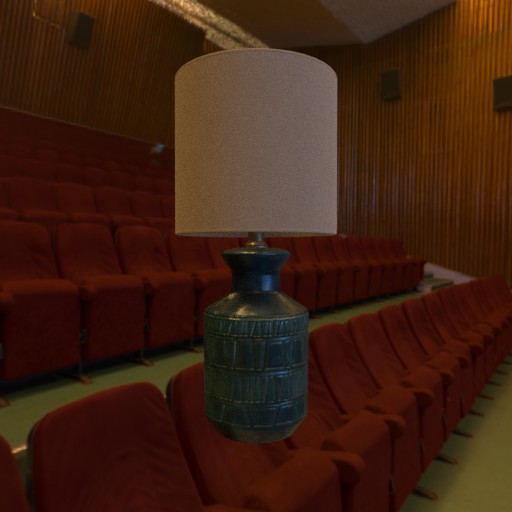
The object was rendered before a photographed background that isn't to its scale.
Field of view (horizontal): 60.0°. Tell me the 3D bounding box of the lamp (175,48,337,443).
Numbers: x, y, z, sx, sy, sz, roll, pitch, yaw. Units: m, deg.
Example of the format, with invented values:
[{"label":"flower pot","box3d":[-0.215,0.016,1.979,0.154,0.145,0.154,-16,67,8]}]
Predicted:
[{"label":"lamp","box3d":[0.000,0.000,0.590,0.211,0.455,0.211,1,1,36]}]
